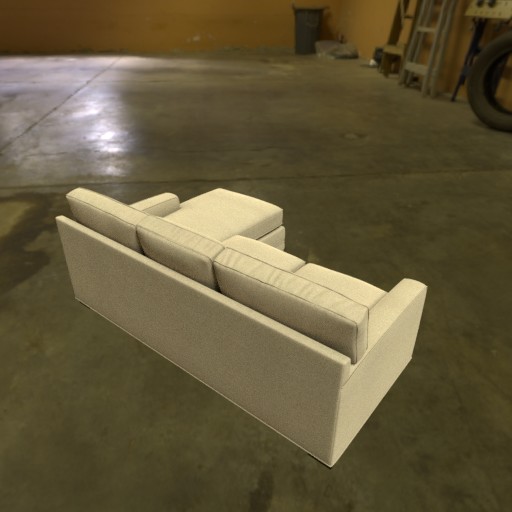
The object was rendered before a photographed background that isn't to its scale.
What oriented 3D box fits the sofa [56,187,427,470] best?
[{"bbox_3d":[0.000,0.000,2.864,2.087,0.861,1.496,22,37,33],"label":"sofa"}]
